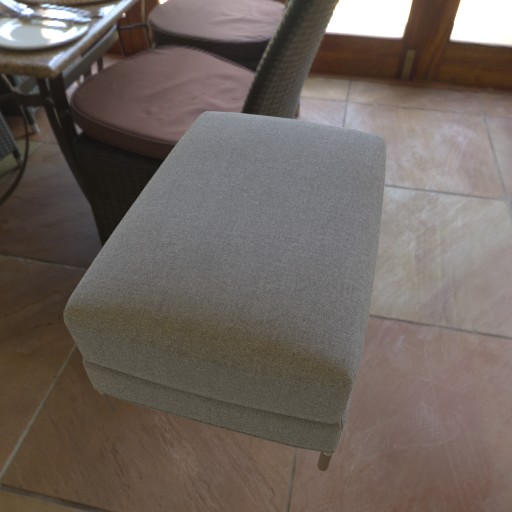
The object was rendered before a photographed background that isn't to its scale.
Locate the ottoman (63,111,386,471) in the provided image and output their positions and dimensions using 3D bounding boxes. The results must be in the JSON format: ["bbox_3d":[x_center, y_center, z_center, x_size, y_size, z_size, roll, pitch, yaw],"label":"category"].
[{"bbox_3d":[0.000,0.000,1.164,0.584,0.457,0.838,11,47,10],"label":"ottoman"}]
